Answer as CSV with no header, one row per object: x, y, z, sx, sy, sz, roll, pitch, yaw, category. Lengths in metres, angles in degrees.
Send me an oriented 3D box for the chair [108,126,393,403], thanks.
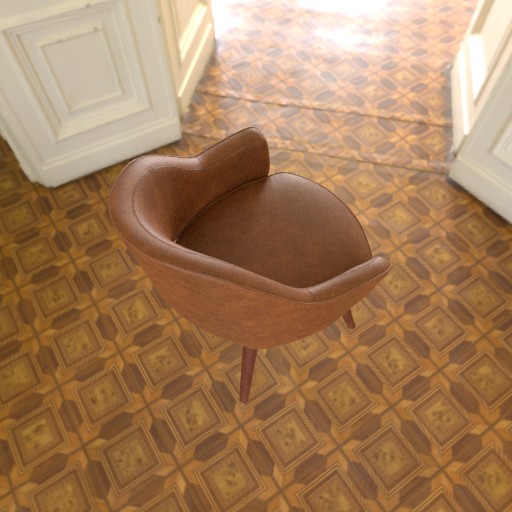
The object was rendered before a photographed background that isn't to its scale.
0.000,0.000,1.254,0.640,0.777,0.591,-30,63,-17,chair
